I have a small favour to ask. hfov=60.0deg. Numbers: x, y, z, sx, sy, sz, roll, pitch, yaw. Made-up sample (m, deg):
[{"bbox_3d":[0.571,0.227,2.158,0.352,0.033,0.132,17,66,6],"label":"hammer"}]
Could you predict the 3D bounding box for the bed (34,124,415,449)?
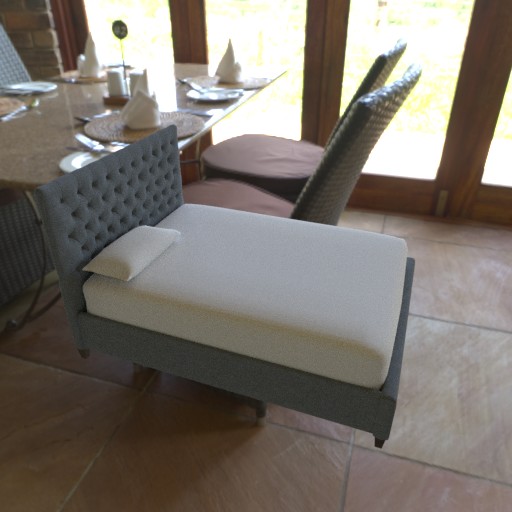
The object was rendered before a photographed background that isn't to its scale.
[{"bbox_3d":[0.000,0.000,3.396,2.335,1.411,1.698,11,32,18],"label":"bed"}]
